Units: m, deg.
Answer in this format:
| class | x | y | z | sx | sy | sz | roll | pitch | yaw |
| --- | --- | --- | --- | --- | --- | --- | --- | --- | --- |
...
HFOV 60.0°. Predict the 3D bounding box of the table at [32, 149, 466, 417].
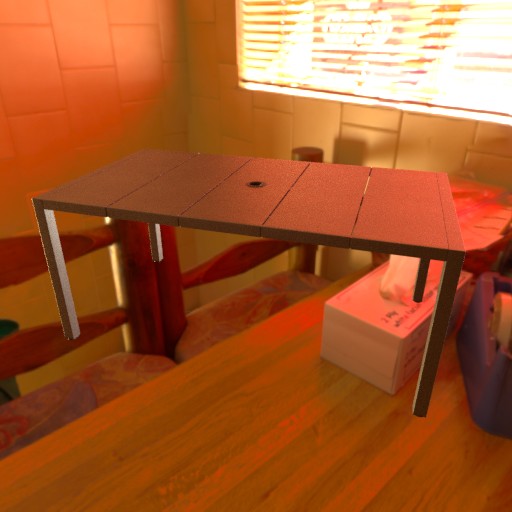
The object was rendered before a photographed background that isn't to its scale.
| class | x | y | z | sx | sy | sz | roll | pitch | yaw |
| --- | --- | --- | --- | --- | --- | --- | --- | --- | --- |
| table | 0.000 | 0.000 | 2.179 | 1.680 | 0.735 | 0.914 | 8 | 28 | 15 |
